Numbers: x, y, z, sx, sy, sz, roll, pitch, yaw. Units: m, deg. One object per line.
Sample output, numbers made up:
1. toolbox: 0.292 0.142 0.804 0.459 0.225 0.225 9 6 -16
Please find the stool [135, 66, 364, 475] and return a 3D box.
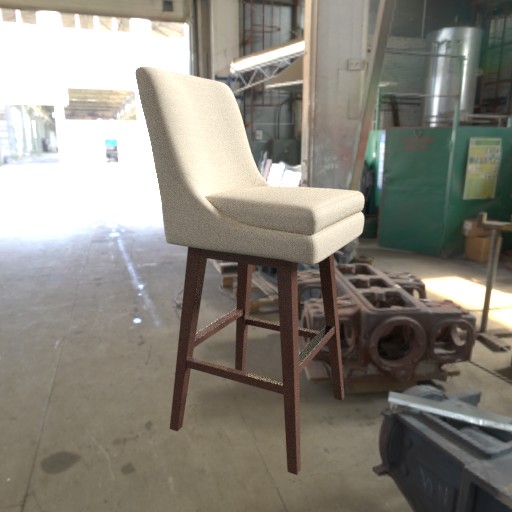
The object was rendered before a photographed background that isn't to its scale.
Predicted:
1. stool: 0.000 0.000 1.384 0.559 1.093 0.483 7 16 27
